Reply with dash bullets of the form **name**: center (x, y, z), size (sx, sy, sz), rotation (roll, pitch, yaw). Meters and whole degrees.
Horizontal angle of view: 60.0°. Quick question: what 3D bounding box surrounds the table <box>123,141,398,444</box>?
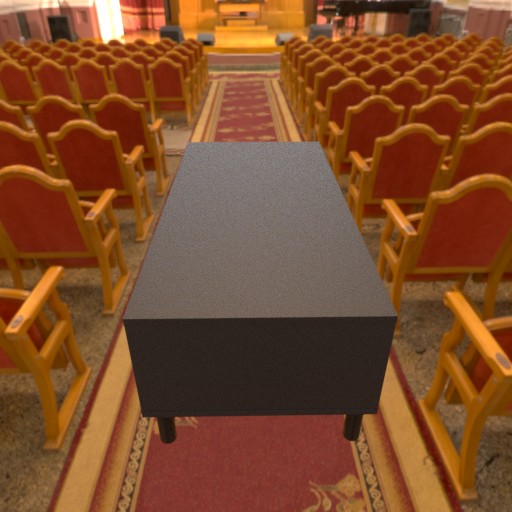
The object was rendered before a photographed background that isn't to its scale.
- **table**: center (0.000, 0.000, 1.416), size (0.550, 0.400, 1.100), rotation (-1, 32, -1)
